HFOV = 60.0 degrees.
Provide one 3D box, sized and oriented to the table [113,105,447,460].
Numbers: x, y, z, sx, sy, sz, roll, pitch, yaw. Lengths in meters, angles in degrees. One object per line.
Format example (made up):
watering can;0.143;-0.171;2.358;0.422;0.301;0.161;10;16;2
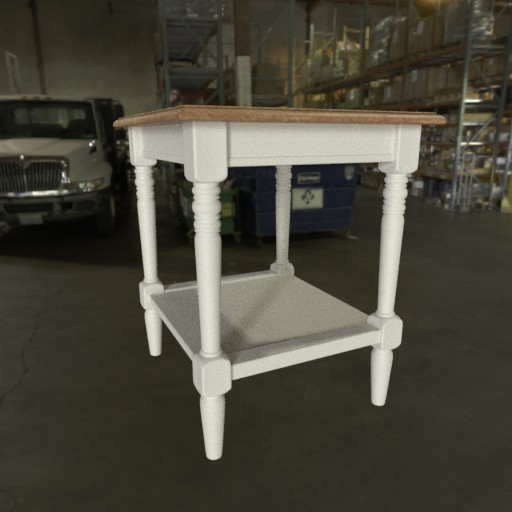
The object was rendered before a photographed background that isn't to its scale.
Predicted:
table;0.000;0.000;0.930;0.457;0.561;0.508;-7;17;-25
